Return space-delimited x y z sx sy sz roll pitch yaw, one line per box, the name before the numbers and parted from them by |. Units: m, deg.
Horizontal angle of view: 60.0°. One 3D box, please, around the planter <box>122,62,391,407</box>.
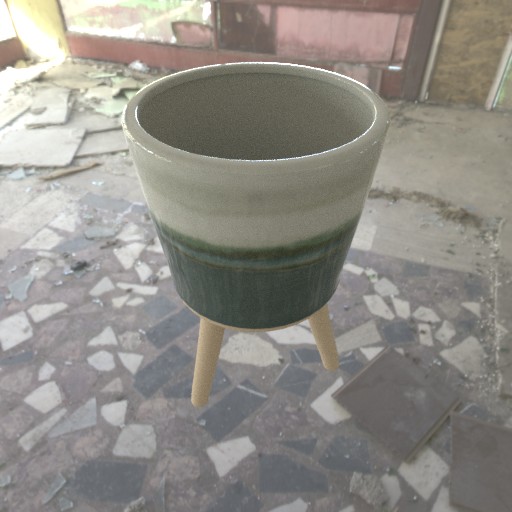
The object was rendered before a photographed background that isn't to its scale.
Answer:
planter | 0.000 0.000 0.471 0.217 0.331 0.217 -24 46 -25
